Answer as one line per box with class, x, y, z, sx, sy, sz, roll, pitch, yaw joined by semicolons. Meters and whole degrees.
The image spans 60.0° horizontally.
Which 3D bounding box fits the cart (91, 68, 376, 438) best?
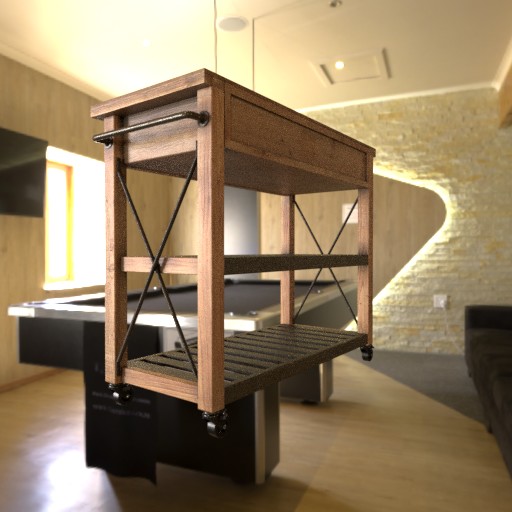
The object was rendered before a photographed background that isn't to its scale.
cart;0.000;0.000;0.990;0.298;0.554;0.686;1;1;37
